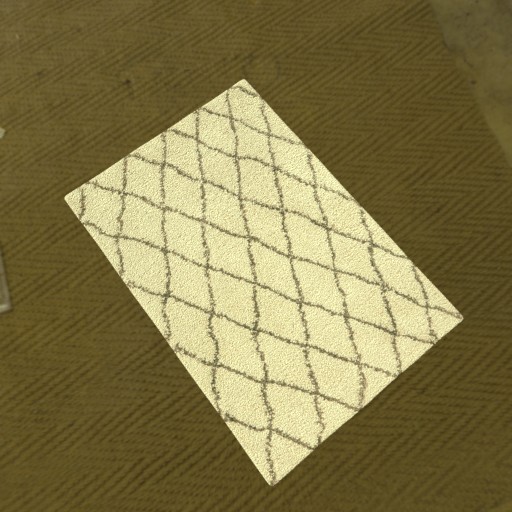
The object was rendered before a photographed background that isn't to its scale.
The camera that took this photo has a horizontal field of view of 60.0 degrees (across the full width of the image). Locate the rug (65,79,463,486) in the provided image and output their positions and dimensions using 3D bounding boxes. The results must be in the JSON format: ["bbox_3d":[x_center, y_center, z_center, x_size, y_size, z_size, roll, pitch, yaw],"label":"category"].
[{"bbox_3d":[0.000,0.000,2.278,1.219,0.030,1.778,-37,77,-10],"label":"rug"}]
